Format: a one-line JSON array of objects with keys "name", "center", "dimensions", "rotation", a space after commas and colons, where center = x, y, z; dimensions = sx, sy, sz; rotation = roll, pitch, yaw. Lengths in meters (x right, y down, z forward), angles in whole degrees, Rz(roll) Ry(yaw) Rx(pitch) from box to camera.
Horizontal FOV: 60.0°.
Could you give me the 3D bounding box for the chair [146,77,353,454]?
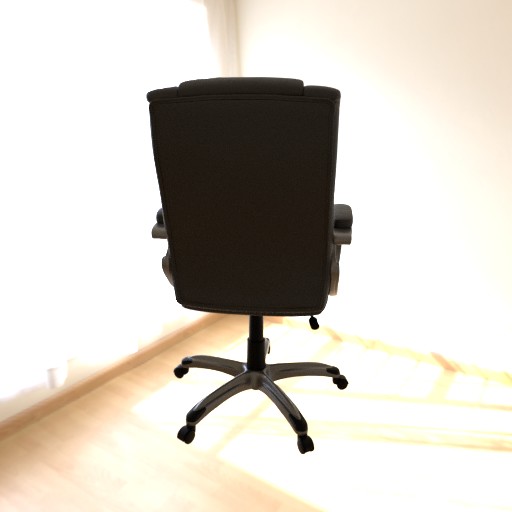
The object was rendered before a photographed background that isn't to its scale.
[{"name": "chair", "center": [0.000, 0.000, 1.582], "dimensions": [0.721, 1.130, 0.719], "rotation": [2, 16, 8]}]
